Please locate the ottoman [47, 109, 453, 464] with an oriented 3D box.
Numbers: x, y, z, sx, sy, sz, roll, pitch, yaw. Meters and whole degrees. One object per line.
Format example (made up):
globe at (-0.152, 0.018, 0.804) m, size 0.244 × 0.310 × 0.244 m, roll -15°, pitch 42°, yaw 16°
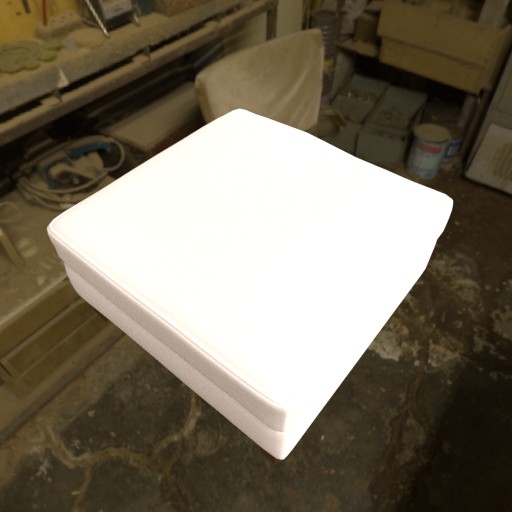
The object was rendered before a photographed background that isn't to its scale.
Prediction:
ottoman at (0.000, 0.000, 1.373) m, size 0.838 × 0.479 × 0.838 m, roll 31°, pitch 55°, yaw 25°
